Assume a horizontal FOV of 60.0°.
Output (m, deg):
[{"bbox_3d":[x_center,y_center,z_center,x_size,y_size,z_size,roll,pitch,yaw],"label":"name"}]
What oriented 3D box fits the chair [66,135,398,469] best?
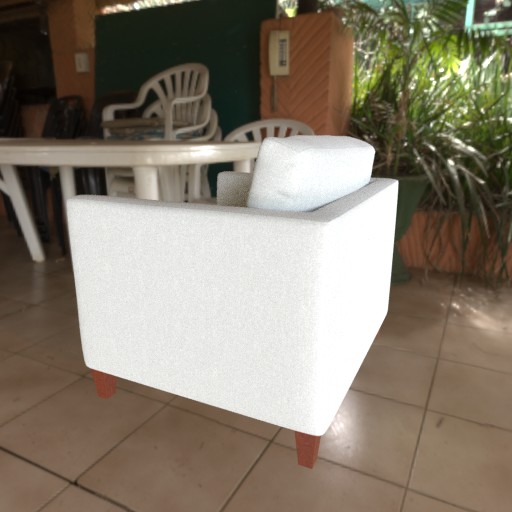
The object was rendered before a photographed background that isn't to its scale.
[{"bbox_3d":[0.000,0.000,1.817,0.953,0.961,1.107,8,18,25],"label":"chair"}]
